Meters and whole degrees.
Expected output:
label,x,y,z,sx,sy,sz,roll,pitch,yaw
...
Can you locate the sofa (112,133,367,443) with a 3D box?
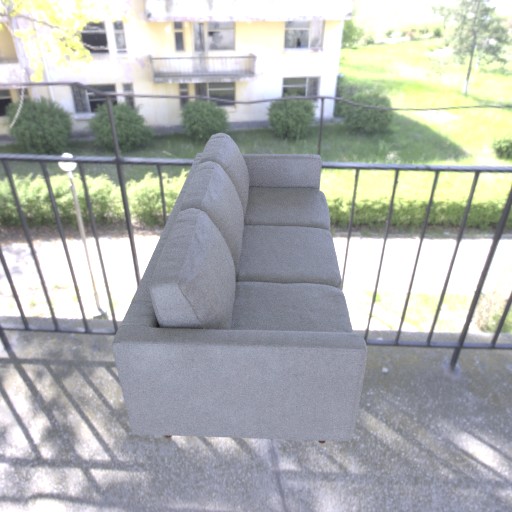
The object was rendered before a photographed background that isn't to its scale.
label,x,y,z,sx,sy,sz,roll,pitch,yaw
sofa,0.000,0.000,2.505,0.944,0.918,1.983,1,32,2
